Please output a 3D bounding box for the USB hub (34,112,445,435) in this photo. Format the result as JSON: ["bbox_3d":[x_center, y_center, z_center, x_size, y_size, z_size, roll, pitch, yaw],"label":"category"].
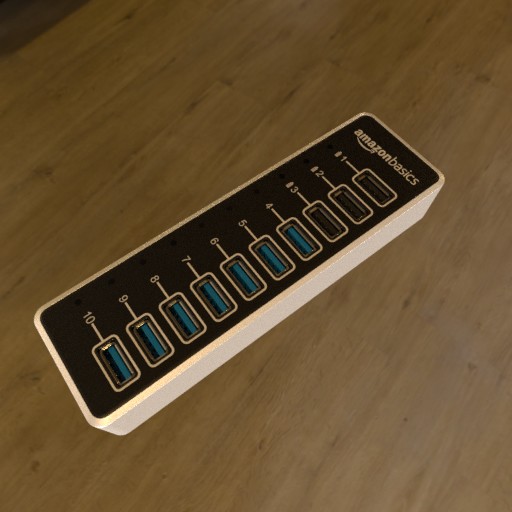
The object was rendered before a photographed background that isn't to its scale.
[{"bbox_3d":[0.000,0.000,0.160,0.145,0.023,0.044,-34,68,-16],"label":"USB hub"}]
